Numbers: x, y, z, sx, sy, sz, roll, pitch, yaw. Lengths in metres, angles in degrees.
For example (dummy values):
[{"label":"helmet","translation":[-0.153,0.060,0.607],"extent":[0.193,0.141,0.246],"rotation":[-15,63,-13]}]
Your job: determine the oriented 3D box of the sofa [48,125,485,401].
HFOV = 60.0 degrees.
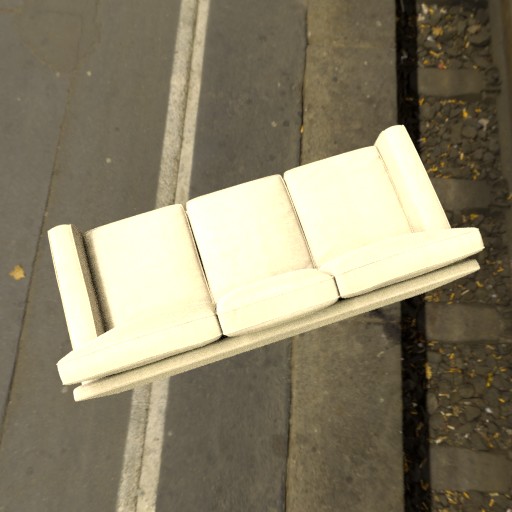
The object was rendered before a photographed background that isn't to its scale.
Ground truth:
[{"label":"sofa","translation":[0.000,0.000,2.483],"extent":[2.093,0.862,0.936],"rotation":[-17,77,-4]}]
